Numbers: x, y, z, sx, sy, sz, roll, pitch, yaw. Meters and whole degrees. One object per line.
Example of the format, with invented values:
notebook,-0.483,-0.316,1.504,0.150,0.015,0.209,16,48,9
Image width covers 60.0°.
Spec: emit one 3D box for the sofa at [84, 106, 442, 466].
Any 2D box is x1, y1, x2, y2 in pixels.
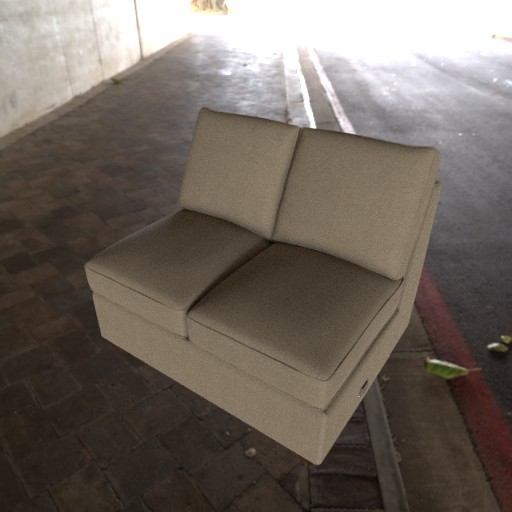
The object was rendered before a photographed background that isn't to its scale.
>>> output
sofa,0.000,0.000,1.975,1.232,1.006,0.978,20,37,29
